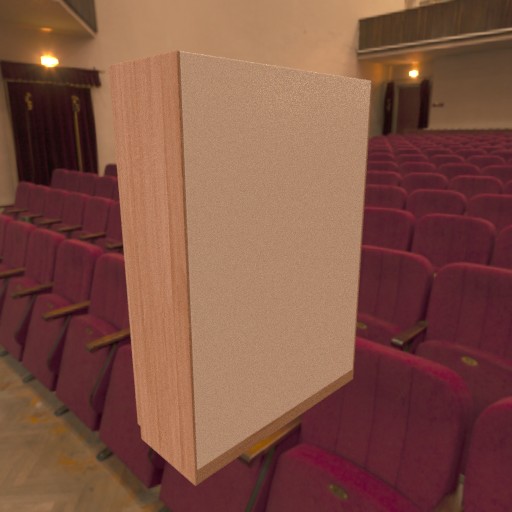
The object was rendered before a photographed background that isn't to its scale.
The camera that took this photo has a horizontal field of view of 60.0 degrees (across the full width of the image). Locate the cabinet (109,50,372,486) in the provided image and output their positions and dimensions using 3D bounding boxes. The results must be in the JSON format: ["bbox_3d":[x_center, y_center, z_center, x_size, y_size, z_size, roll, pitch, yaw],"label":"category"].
[{"bbox_3d":[0.000,0.000,2.776,0.590,2.120,1.500,15,21,43],"label":"cabinet"}]
